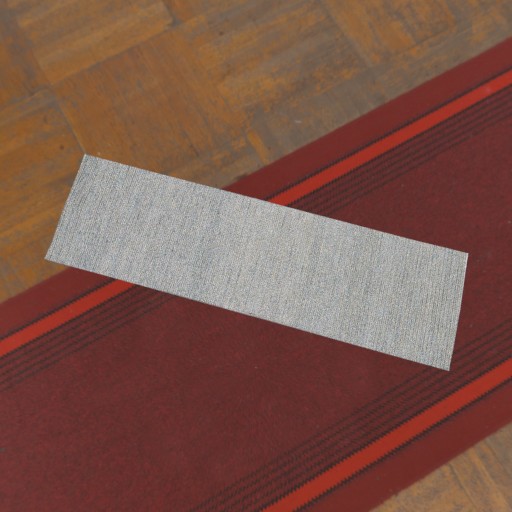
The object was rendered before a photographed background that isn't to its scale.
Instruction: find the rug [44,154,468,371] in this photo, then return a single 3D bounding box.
[{"bbox_3d":[0.000,0.000,2.526,2.341,0.037,0.675,15,76,4],"label":"rug"}]
